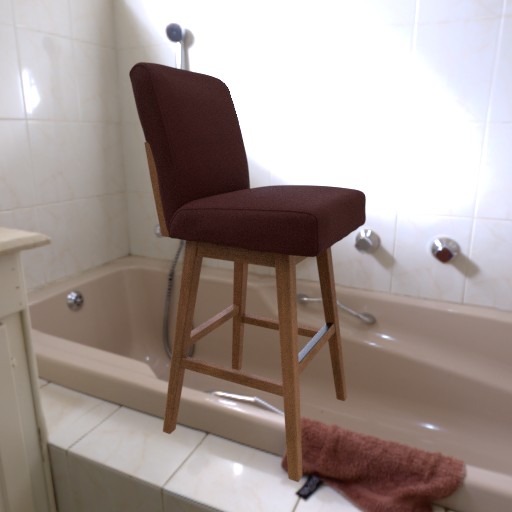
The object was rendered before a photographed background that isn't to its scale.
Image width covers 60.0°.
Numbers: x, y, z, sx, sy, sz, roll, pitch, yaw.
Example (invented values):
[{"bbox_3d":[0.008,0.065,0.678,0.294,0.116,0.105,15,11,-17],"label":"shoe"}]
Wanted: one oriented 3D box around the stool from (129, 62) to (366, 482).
[{"bbox_3d":[0.000,0.000,1.355,0.562,1.093,0.468,8,17,27],"label":"stool"}]
